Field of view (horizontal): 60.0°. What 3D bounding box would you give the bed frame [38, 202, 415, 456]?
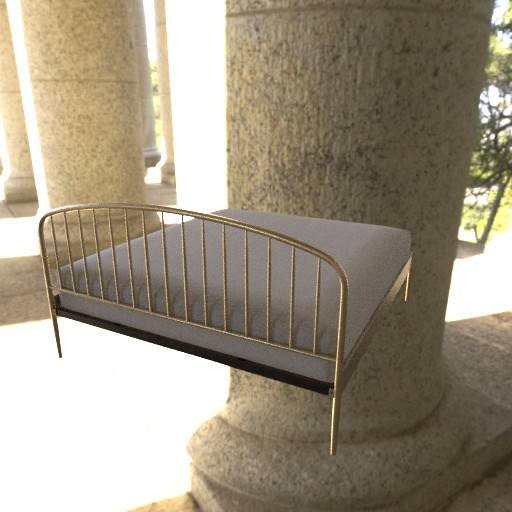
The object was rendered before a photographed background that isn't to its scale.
[{"bbox_3d":[0.000,0.000,3.373,2.016,1.174,2.152,9,21,26],"label":"bed frame"}]
